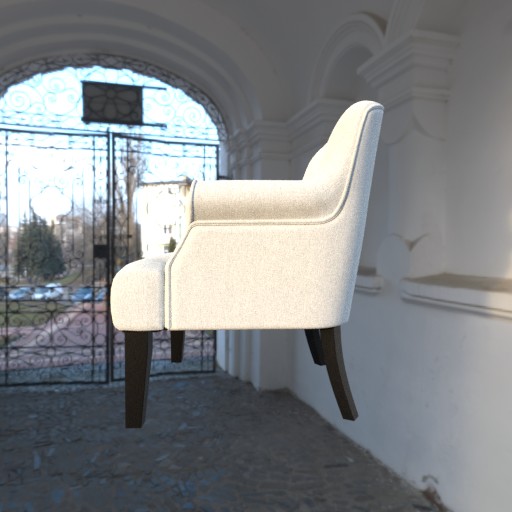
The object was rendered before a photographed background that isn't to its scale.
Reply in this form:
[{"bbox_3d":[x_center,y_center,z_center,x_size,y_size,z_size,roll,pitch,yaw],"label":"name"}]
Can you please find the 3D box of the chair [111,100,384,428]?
[{"bbox_3d":[0.000,0.000,1.477,0.750,0.875,0.781,0,1,0],"label":"chair"}]
